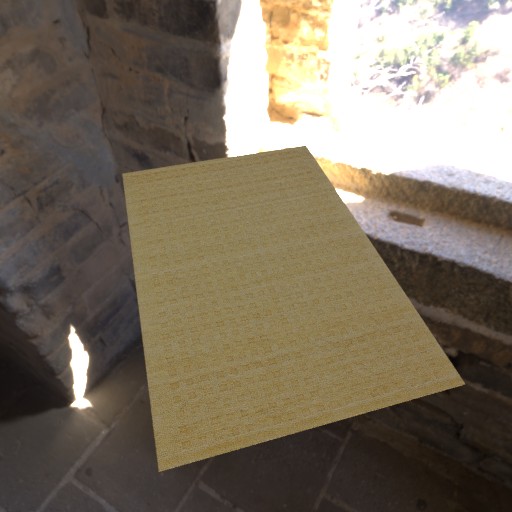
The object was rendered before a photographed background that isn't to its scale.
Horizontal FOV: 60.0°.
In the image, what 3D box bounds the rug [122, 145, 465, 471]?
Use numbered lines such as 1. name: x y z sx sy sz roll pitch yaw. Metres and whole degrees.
1. rug: 0.000 0.000 2.837 1.524 0.006 2.286 -11 47 -11
